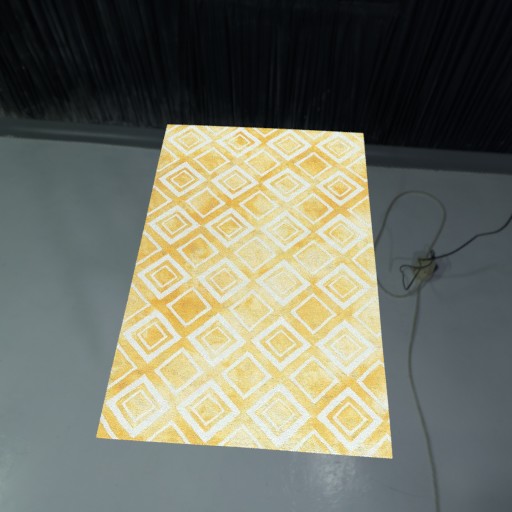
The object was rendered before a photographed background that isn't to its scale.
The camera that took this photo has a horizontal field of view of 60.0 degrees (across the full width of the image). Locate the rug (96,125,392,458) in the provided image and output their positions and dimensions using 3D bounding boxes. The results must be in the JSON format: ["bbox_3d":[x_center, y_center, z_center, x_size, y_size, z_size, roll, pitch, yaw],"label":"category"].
[{"bbox_3d":[0.000,0.000,2.271,1.213,0.010,1.829,3,59,2],"label":"rug"}]
